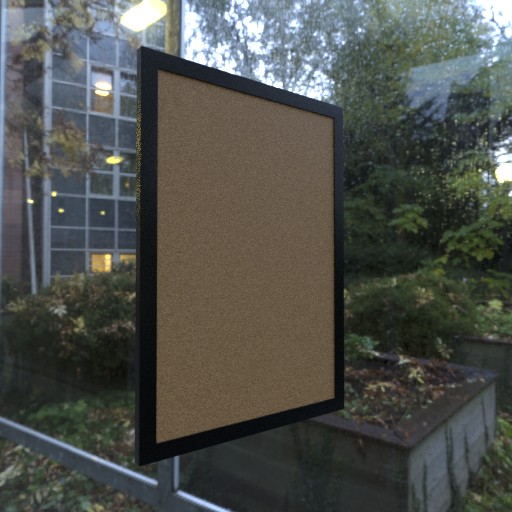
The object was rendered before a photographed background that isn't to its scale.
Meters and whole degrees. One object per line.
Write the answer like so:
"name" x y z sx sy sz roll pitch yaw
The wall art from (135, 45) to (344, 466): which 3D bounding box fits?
"wall art" 0.000 0.000 0.835 0.462 0.656 0.019 1 -1 -36
